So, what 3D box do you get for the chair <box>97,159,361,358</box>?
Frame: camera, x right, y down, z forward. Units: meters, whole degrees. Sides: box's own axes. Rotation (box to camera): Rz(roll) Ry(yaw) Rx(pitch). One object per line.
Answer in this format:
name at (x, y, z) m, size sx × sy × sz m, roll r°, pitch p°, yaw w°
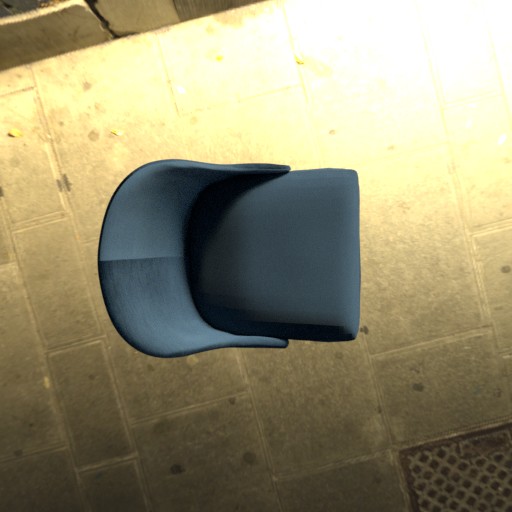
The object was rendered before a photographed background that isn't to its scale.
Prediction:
chair at (0.000, 0.000, 1.242) m, size 0.589 × 0.882 × 0.503 m, roll 0°, pitch 91°, yaw -1°
